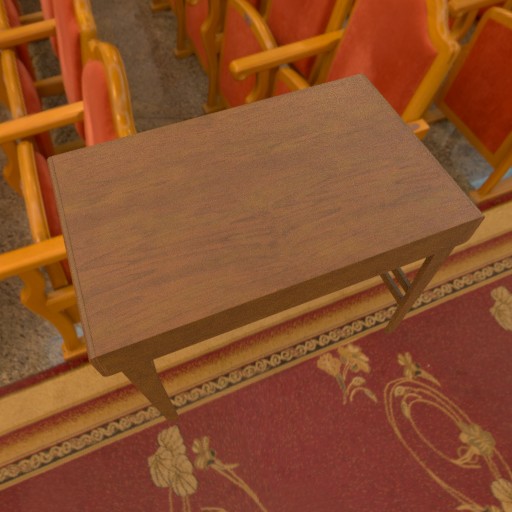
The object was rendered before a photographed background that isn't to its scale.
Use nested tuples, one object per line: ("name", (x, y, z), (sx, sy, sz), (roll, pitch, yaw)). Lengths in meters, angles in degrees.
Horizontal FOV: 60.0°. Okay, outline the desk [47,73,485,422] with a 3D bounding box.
("desk", (0.000, 0.000, 1.560), (1.066, 0.754, 0.660), (-19, 60, -11))
